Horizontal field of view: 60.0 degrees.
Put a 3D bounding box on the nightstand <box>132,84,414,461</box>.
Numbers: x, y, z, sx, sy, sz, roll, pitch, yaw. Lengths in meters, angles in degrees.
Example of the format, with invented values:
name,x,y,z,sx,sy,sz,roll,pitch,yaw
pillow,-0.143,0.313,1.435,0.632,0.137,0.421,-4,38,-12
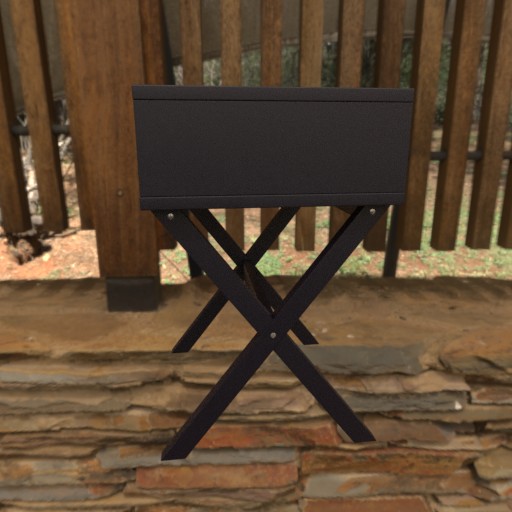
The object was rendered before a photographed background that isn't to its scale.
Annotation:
name,x,y,z,sx,sy,sz,roll,pitch,yaw
nightstand,0.000,0.000,0.930,0.402,0.623,0.479,-2,16,-7
